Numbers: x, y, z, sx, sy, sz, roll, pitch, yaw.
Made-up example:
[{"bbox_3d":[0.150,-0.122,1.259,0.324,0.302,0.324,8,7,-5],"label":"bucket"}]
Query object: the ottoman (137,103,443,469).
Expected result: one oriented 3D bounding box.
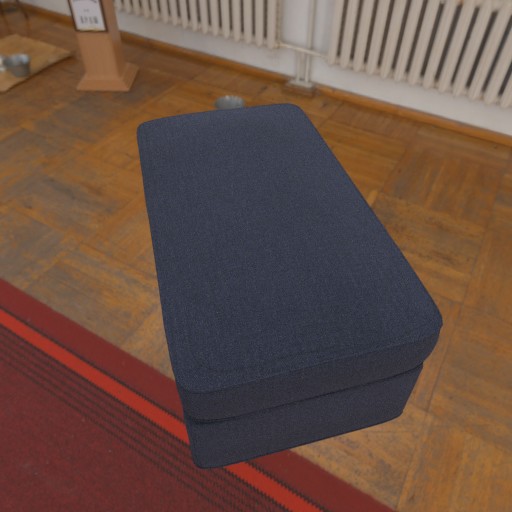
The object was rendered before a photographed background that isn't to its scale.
[{"bbox_3d":[0.000,0.000,1.168,0.505,0.453,0.895,-11,47,-10],"label":"ottoman"}]
